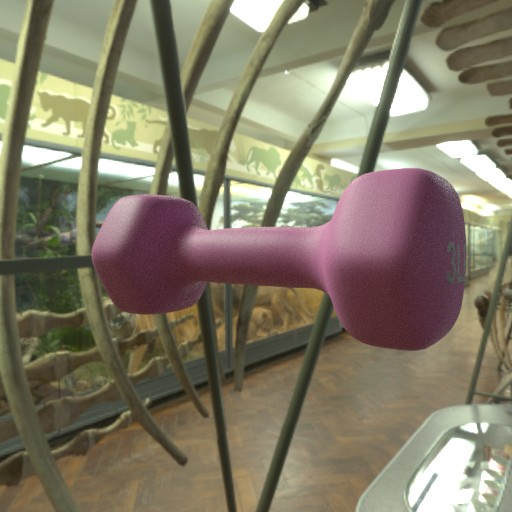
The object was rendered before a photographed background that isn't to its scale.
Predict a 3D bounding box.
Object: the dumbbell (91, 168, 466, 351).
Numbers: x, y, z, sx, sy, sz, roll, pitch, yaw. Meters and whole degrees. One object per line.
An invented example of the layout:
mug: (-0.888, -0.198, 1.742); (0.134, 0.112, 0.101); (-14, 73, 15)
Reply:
dumbbell: (0.000, 0.000, 0.185); (0.159, 0.058, 0.064); (1, 2, 36)
